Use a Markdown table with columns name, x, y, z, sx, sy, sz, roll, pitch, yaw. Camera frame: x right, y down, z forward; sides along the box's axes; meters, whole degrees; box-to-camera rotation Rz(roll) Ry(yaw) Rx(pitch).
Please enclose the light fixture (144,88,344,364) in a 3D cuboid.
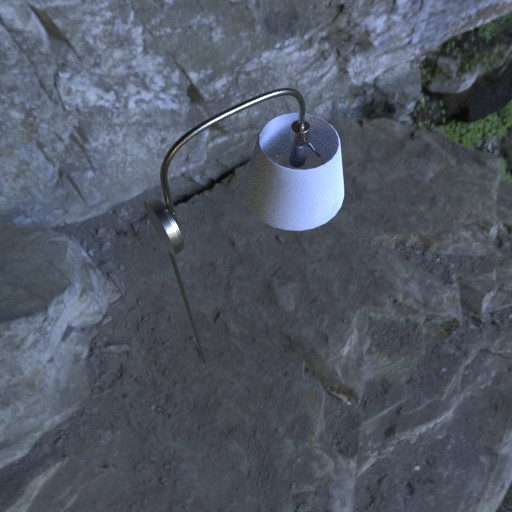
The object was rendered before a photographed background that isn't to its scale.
| name | x | y | z | sx | sy | sz | roll | pitch | yaw |
| --- | --- | --- | --- | --- | --- | --- | --- | --- | --- |
| light fixture | 0.000 | 0.000 | 0.460 | 0.176 | 0.399 | 0.092 | -31 | 63 | -17 |
